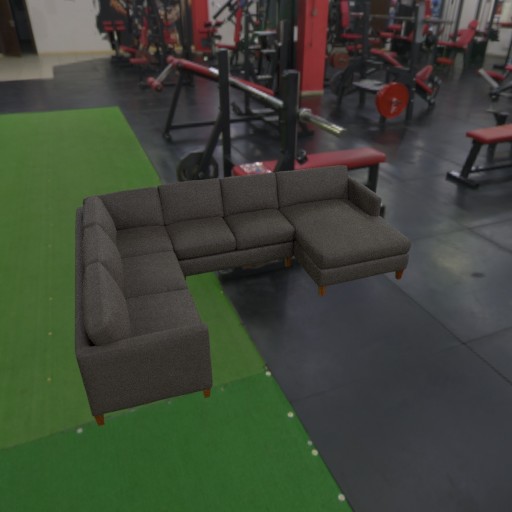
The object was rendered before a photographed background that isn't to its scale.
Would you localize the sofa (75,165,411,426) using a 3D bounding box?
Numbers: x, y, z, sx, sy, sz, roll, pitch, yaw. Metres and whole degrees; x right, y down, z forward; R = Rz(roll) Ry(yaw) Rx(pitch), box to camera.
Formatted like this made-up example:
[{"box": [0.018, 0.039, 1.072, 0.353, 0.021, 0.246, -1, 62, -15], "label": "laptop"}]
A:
[{"box": [0.000, 0.000, 4.599, 3.460, 0.961, 2.594, -10, 32, -16], "label": "sofa"}]
